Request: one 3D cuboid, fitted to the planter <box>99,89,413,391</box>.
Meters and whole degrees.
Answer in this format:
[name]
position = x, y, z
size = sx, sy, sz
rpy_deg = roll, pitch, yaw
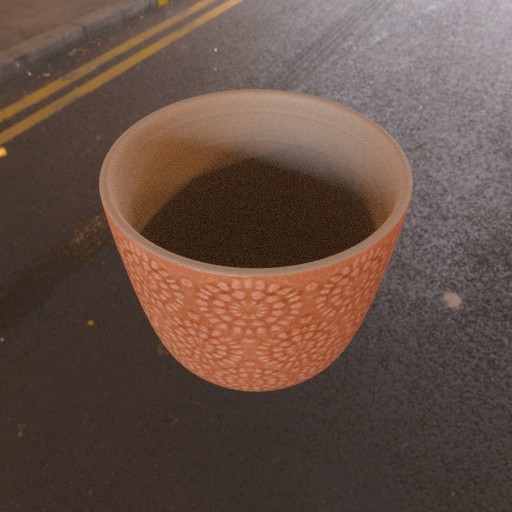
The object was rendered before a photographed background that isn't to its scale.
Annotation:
[planter]
position = 0.000, 0.000, 0.369
size = 0.208, 0.190, 0.208
rpy_deg = 0, 47, 0
